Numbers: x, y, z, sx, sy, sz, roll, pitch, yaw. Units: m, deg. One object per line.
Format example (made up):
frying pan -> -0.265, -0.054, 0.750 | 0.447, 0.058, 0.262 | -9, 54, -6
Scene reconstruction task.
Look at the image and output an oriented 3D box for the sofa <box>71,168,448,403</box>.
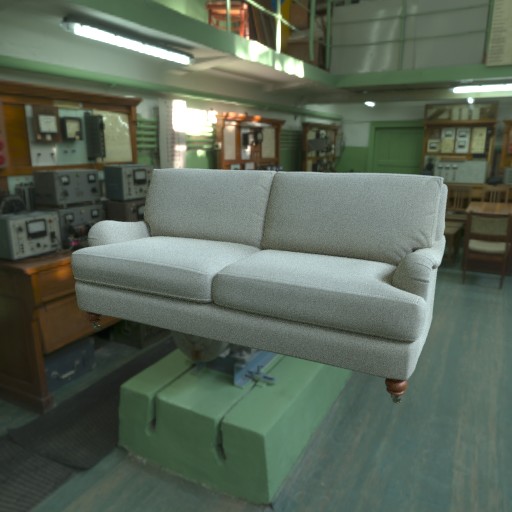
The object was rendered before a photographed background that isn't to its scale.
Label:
sofa -> 0.000, 0.000, 2.692 | 2.070, 0.997, 1.091 | 7, 16, 26
